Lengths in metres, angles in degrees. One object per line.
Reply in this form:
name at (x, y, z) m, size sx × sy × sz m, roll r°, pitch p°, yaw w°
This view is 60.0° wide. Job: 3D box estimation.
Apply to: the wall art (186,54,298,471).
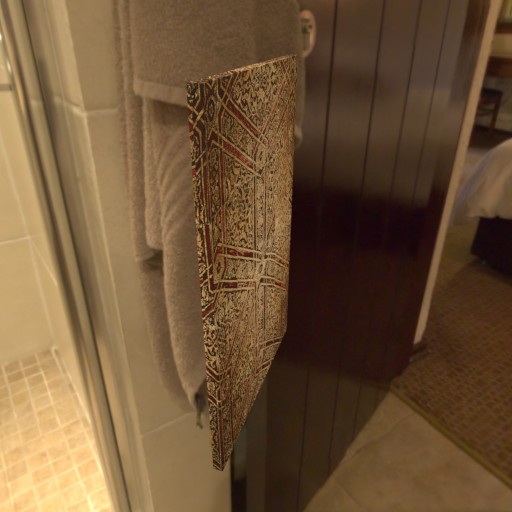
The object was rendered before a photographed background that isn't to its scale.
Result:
wall art at (0.000, 0.000, 0.754) m, size 0.020 × 0.599 × 0.397 m, roll 9°, pitch 30°, yaw 16°
